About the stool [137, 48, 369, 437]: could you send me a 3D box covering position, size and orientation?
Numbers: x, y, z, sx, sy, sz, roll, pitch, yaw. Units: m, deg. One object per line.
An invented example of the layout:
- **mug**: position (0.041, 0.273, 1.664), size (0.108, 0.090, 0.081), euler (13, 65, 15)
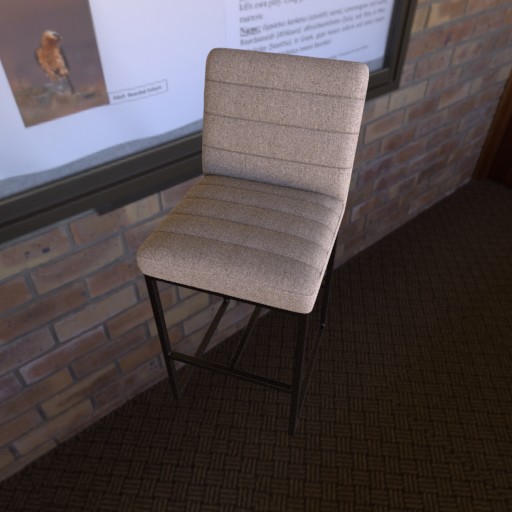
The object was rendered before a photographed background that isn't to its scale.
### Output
- **stool**: position (0.000, 0.000, 1.353), size (0.459, 1.034, 0.571), euler (12, 43, 14)
